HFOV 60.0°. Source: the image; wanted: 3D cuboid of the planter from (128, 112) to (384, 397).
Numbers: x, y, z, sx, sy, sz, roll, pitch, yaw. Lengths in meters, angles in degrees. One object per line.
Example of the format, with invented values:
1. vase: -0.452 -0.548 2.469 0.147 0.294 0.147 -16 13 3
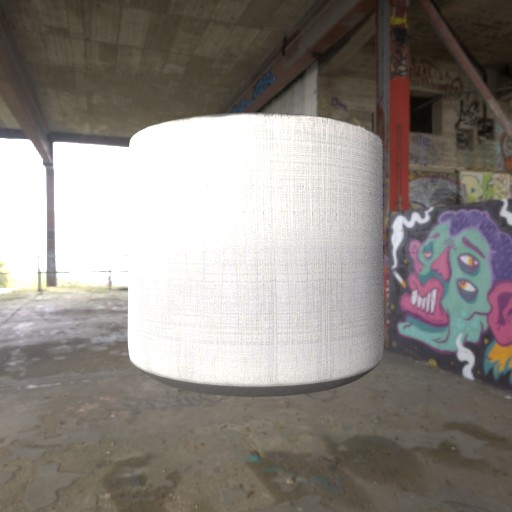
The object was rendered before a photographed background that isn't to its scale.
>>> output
1. planter: 0.000 0.000 0.456 0.254 0.221 0.254 0 1 0
